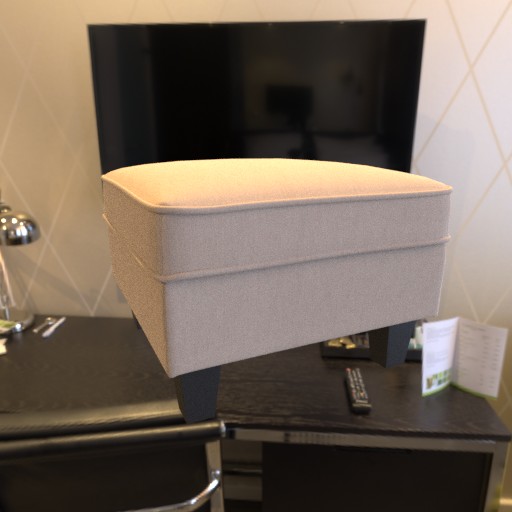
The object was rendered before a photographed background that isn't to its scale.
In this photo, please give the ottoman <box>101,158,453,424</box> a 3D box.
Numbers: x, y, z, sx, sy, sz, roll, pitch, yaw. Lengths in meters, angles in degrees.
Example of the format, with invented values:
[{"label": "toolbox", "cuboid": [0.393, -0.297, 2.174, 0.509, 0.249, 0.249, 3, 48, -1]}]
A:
[{"label": "ottoman", "cuboid": [0.000, 0.000, 1.041, 0.613, 0.438, 0.616, -7, 17, -25]}]
